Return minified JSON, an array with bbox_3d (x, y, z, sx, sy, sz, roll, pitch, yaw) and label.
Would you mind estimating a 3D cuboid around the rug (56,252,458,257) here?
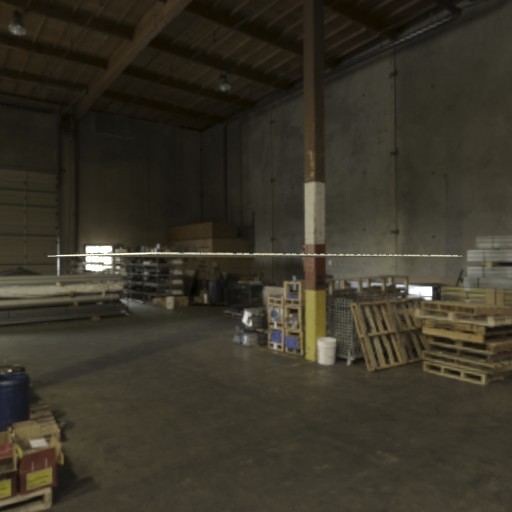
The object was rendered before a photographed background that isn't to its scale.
[{"bbox_3d":[0.000,0.000,2.065,1.556,0.006,1.146,0,-1,-37],"label":"rug"}]
